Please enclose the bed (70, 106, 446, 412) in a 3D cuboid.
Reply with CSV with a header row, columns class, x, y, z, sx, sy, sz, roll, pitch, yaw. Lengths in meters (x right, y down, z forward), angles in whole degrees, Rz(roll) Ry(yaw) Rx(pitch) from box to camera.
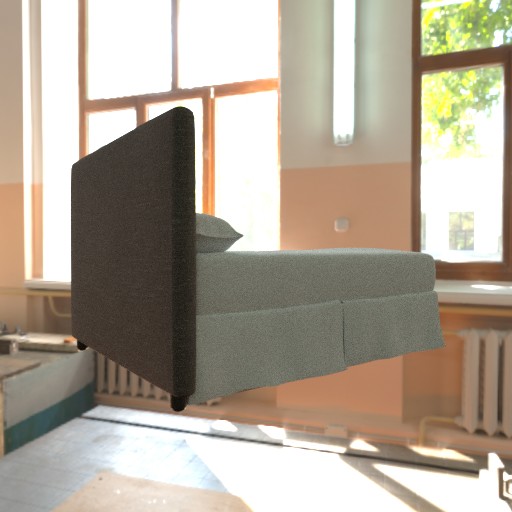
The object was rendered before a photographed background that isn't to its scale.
class,x,y,z,sx,sy,sz,roll,pitch,yaw
bed,0.000,0.000,3.160,2.142,1.330,1.723,-1,1,-37
